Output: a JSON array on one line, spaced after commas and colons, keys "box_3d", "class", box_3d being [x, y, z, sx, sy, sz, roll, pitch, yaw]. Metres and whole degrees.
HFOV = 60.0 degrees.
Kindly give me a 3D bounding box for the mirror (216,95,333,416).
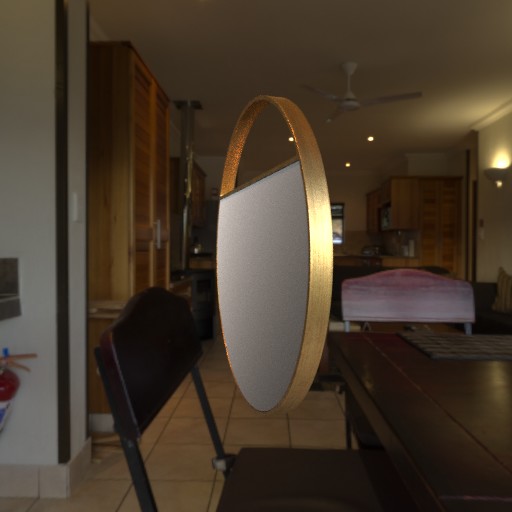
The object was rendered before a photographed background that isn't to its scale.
[{"box_3d": [0.000, 0.000, 0.830, 0.032, 0.565, 0.565, 0, 1, -17], "class": "mirror"}]
